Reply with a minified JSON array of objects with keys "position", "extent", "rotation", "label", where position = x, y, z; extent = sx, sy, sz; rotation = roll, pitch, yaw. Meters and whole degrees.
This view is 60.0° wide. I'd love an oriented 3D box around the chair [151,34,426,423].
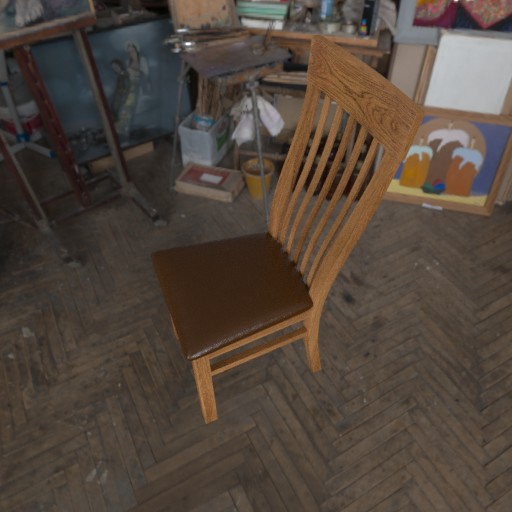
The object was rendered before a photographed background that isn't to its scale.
[{"position":[0.000,0.000,1.339],"extent":[0.580,1.050,0.450],"rotation":[-17,49,-15],"label":"chair"}]
